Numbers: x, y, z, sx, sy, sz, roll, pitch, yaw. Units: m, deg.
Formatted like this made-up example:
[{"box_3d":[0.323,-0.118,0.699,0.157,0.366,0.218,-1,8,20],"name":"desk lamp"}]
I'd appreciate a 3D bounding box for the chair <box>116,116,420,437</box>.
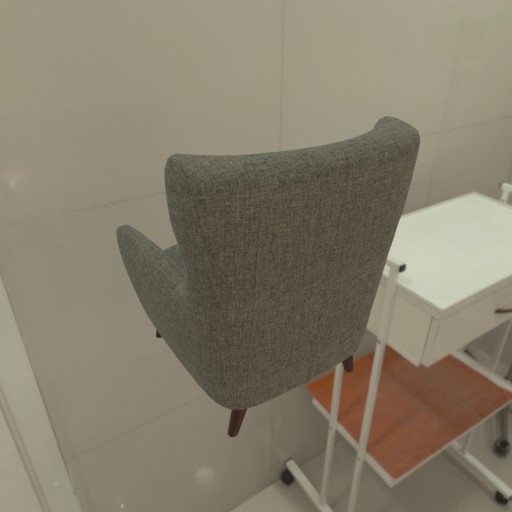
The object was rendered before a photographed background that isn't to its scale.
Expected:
[{"box_3d":[0.000,0.000,1.752,0.878,1.063,0.904,-18,34,-29],"name":"chair"}]
